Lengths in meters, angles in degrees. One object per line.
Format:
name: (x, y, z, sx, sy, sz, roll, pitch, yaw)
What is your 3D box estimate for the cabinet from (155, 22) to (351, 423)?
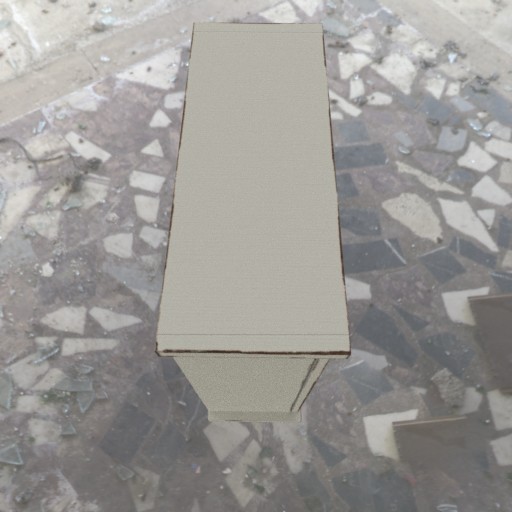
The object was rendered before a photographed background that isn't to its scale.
cabinet: (0.000, 0.000, 0.863, 0.210, 0.603, 0.541, 1, 63, 0)
